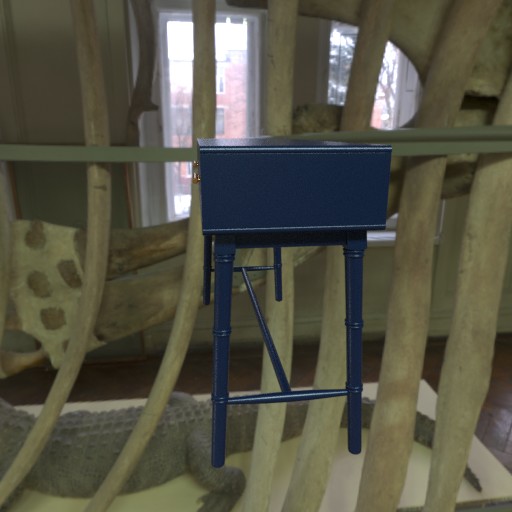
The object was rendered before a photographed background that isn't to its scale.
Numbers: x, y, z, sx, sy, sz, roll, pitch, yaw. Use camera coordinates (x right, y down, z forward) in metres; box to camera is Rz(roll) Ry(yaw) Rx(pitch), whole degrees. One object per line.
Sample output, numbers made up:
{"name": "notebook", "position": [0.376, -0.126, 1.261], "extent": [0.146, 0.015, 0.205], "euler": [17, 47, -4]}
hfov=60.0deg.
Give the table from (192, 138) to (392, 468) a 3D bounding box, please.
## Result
{"name": "table", "position": [0.000, 0.000, 1.488], "extent": [0.399, 0.749, 1.118], "euler": [-2, 16, -7]}
